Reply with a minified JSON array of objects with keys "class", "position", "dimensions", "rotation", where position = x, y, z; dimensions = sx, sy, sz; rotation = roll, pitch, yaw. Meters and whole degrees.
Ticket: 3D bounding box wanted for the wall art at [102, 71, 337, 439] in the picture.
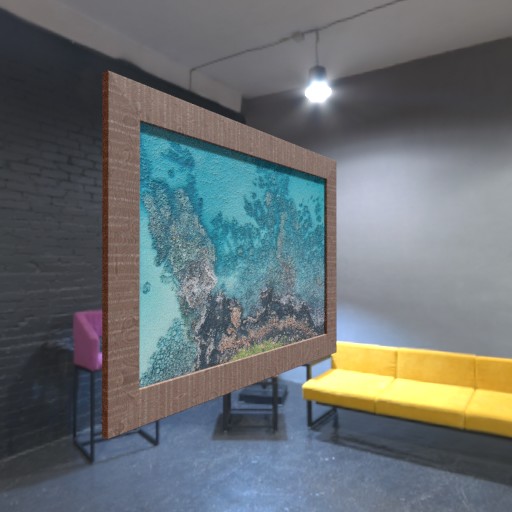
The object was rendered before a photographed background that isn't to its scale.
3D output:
[{"class":"wall art","position":[0.000,0.000,1.343],"dimensions":[0.020,0.761,1.056],"rotation":[0,0,36]}]
